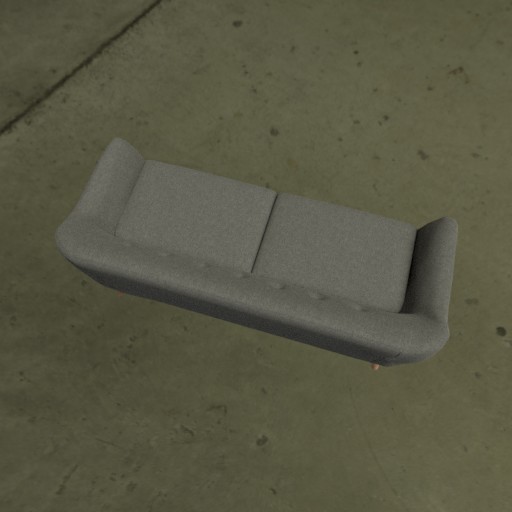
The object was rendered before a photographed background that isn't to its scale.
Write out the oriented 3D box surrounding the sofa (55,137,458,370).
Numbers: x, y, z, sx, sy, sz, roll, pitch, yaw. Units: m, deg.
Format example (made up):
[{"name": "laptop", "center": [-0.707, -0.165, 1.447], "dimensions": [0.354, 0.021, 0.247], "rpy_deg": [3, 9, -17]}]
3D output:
[{"name": "sofa", "center": [0.000, 0.000, 2.244], "dimensions": [1.840, 0.820, 0.820], "rpy_deg": [15, 65, 7]}]
